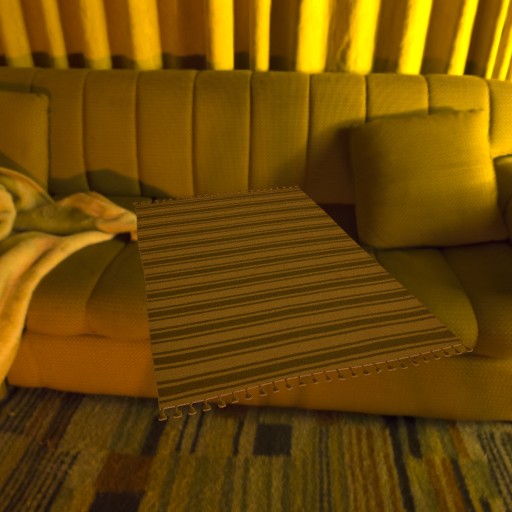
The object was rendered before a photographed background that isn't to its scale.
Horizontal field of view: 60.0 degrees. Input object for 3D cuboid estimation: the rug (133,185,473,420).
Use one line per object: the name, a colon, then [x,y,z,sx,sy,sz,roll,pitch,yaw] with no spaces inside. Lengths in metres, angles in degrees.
rug: [0.000,0.000,2.296,1.162,0.013,1.875,-8,30,-14]
